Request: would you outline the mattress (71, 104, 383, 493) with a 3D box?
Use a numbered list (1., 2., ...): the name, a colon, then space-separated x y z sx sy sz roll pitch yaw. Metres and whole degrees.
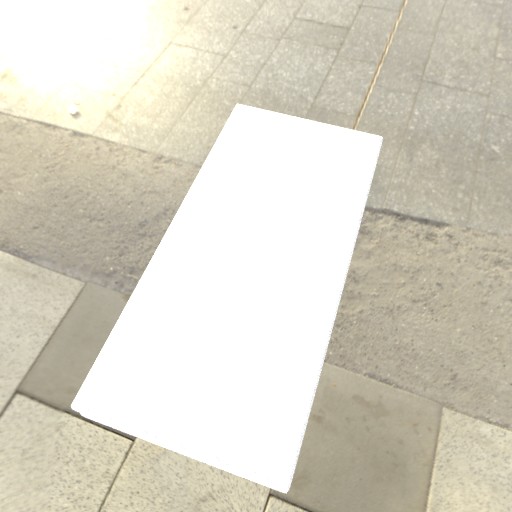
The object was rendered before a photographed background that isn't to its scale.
1. mattress: 0.000 0.000 2.208 0.900 0.200 1.900 16 59 10
